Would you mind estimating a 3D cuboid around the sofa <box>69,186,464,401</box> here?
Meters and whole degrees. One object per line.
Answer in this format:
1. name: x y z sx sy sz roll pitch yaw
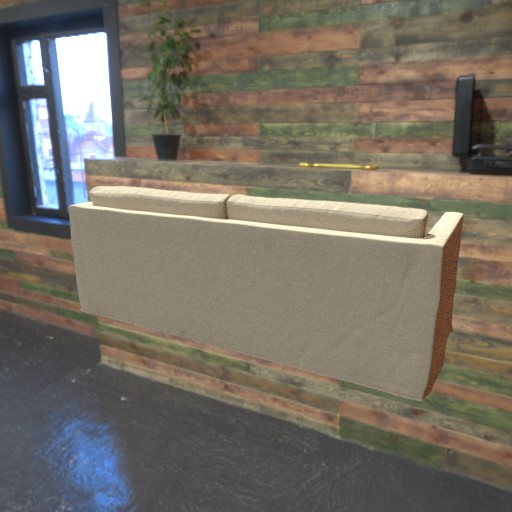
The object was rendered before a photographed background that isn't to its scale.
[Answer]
1. sofa: 0.000 0.000 2.803 2.312 0.853 0.962 8 17 28
